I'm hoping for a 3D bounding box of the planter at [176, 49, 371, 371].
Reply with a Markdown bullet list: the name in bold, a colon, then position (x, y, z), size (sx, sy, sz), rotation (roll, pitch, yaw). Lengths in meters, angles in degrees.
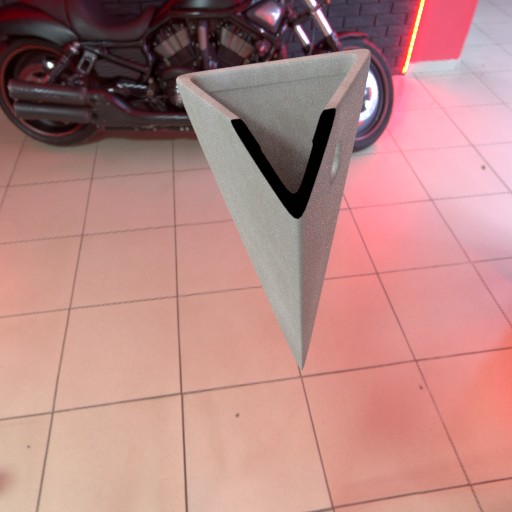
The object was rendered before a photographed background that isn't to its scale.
- **planter**: position (0.000, 0.000, 0.157), size (0.047, 0.130, 0.058), rotation (18, 50, 16)
